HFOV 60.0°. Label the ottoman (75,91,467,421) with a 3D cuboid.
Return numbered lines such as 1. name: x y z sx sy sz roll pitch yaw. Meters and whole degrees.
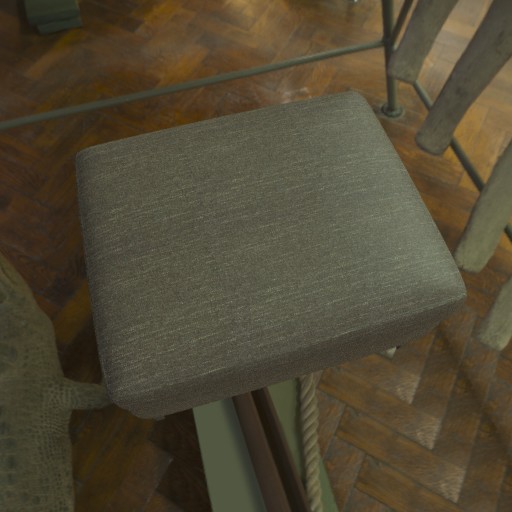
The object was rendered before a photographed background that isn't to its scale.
1. ottoman: 0.000 0.000 1.219 0.820 0.490 0.671 -15 64 -7
